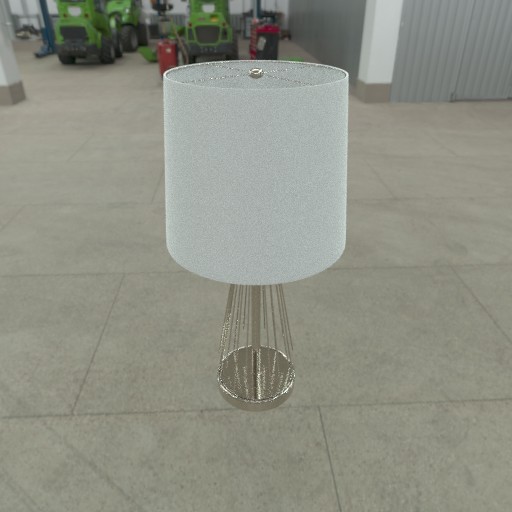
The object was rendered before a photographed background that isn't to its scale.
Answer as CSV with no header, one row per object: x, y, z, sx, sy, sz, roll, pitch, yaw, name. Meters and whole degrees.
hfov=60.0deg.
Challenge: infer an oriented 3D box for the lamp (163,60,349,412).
0.000,0.000,0.783,0.303,0.618,0.303,0,31,0,lamp
